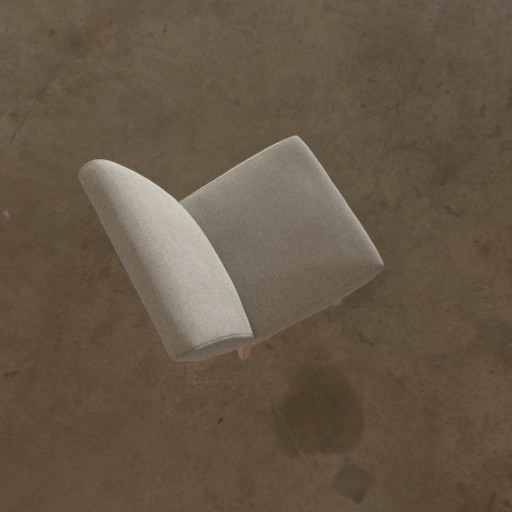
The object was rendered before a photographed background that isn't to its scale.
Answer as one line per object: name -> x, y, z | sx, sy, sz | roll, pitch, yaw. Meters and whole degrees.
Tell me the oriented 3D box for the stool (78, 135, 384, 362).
stool -> 0.000, 0.000, 1.405 | 0.606, 1.085, 0.507 | -29, 77, -7
